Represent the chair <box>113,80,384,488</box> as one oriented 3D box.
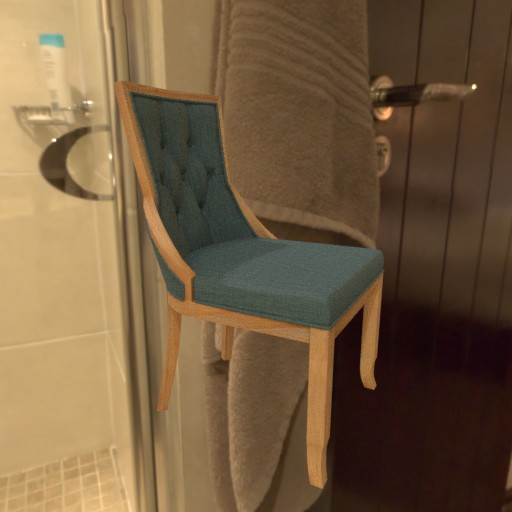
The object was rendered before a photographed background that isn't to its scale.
[{"bbox_3d":[0.000,0.000,1.301,0.641,0.947,0.524,8,16,27],"label":"chair"}]
